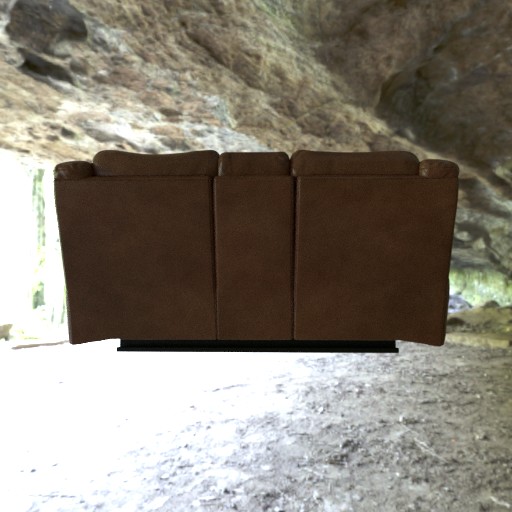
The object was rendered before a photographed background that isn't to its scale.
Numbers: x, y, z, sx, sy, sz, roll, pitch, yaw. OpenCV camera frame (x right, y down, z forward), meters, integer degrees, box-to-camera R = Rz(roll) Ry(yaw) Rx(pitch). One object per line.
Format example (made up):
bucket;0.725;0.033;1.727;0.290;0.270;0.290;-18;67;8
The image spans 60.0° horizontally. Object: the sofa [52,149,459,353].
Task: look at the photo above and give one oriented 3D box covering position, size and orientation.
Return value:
sofa;0.000;0.000;2.565;2.058;1.043;0.991;0;-1;1
